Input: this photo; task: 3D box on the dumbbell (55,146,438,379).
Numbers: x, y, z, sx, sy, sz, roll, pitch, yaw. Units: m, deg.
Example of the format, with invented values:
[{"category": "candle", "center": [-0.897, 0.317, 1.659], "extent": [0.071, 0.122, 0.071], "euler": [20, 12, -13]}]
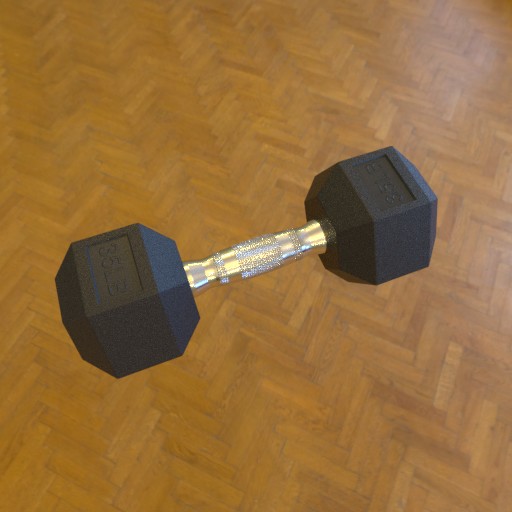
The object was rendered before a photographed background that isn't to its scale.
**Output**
[{"category": "dumbbell", "center": [0.000, 0.000, 0.436], "extent": [0.356, 0.123, 0.141], "euler": [-18, 63, -10]}]
